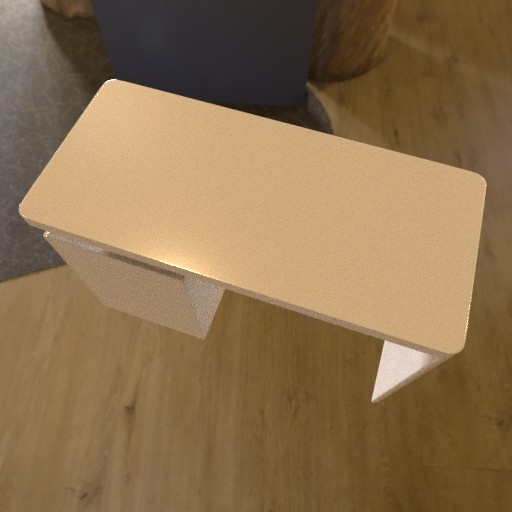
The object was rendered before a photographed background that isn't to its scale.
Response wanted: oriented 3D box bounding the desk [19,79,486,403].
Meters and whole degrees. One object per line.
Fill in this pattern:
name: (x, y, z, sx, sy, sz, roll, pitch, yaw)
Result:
desk: (0.000, 0.000, 1.565, 1.200, 0.760, 0.550, 17, 65, 8)
